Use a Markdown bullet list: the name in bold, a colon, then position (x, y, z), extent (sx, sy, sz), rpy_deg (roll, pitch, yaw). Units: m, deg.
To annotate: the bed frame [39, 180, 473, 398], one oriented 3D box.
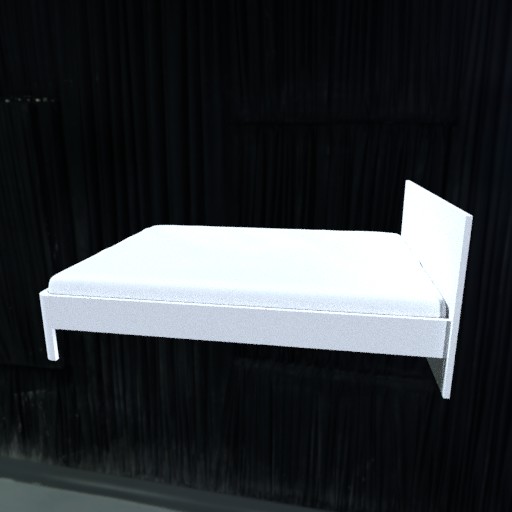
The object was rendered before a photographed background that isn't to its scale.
- **bed frame**: position (0.000, 0.000, 2.683), extent (1.950, 0.800, 1.490), rpy_deg (2, 15, 9)
